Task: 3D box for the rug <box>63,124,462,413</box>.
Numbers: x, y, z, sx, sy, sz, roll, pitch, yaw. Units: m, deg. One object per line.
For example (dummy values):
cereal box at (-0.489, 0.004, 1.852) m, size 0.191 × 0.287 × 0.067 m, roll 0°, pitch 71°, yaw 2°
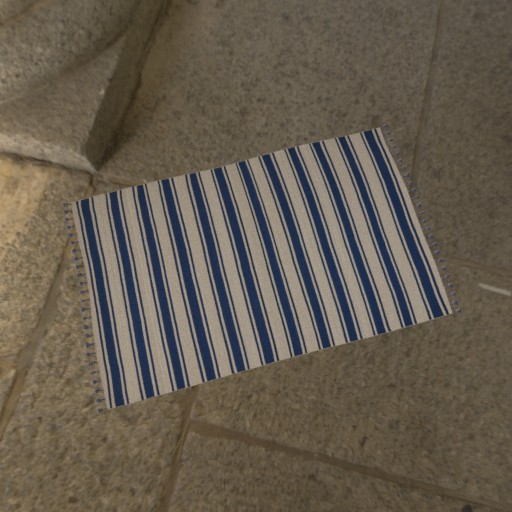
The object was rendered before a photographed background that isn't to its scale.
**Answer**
rug at (0.000, 0.000, 2.595) m, size 2.108 × 0.009 × 1.248 m, roll -15°, pitch 75°, yaw -4°
